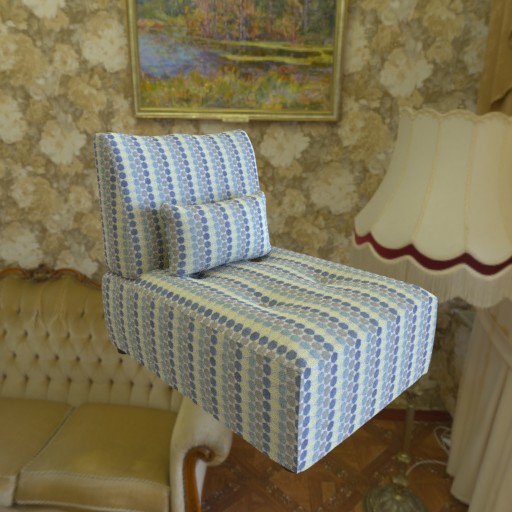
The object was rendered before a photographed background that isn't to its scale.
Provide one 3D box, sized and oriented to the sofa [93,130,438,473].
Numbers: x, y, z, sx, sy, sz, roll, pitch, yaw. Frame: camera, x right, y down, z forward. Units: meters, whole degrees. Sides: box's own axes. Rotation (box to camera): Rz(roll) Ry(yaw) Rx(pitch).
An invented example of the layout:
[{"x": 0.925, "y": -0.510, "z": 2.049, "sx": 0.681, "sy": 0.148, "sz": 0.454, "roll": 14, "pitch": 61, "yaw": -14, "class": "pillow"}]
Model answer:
[{"x": 0.000, "y": 0.000, "z": 1.527, "sx": 0.700, "sy": 0.820, "sz": 1.000, "roll": -16, "pitch": 23, "yaw": -42, "class": "sofa"}]
